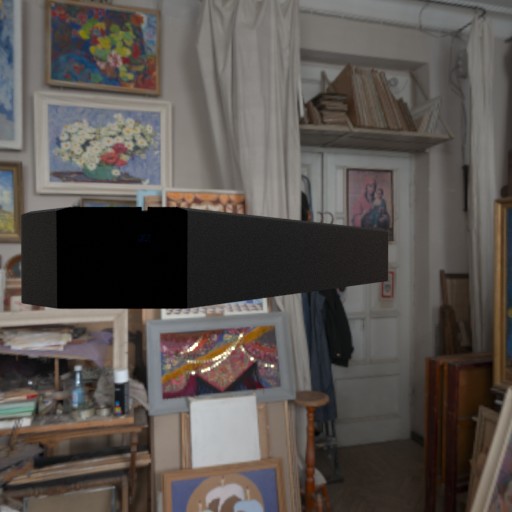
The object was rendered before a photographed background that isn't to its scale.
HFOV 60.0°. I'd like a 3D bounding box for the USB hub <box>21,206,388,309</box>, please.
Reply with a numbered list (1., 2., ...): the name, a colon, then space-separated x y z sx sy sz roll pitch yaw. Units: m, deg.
1. USB hub: 0.000 0.000 0.157 0.044 0.023 0.145 0 1 37
